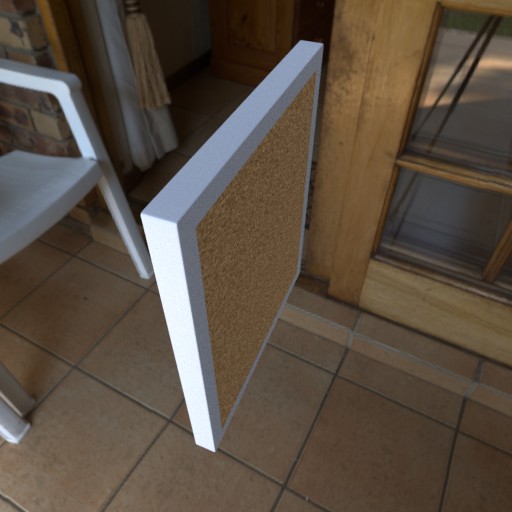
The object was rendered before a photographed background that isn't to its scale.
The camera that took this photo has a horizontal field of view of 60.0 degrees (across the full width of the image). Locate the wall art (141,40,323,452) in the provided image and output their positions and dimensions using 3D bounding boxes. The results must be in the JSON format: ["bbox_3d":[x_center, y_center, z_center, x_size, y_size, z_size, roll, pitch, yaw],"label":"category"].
[{"bbox_3d":[0.000,0.000,0.529,0.028,0.381,0.331,17,48,16],"label":"wall art"}]
